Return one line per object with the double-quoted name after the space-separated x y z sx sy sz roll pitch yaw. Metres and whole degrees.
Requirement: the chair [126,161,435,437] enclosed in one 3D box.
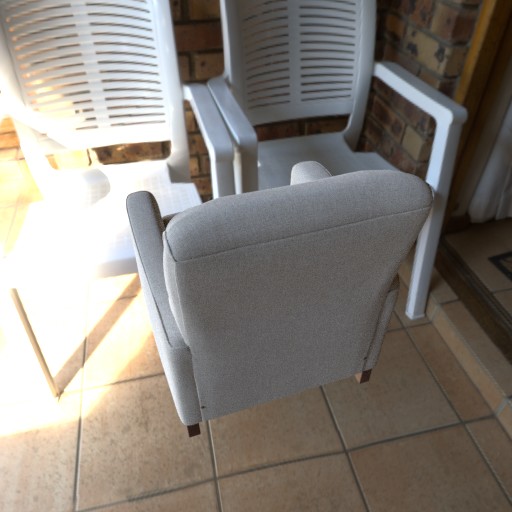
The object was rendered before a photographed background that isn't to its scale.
0.000 0.000 1.629 0.845 1.023 0.859 -13 44 -14 "chair"
